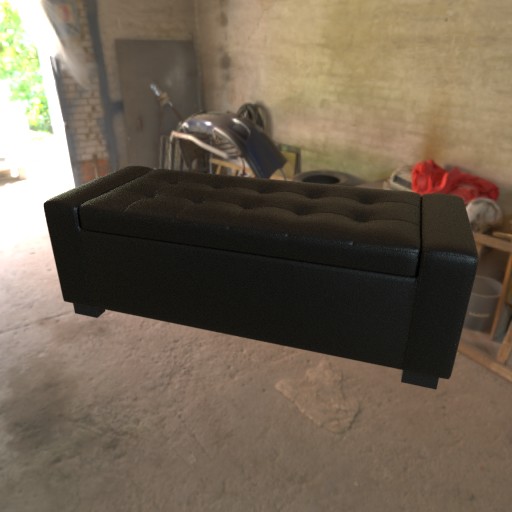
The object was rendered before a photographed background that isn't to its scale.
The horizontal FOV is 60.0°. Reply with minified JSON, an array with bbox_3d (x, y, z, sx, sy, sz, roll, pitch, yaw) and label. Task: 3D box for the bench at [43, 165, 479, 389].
[{"bbox_3d":[0.000,0.000,1.540,1.296,0.445,0.508,8,27,17],"label":"bench"}]
